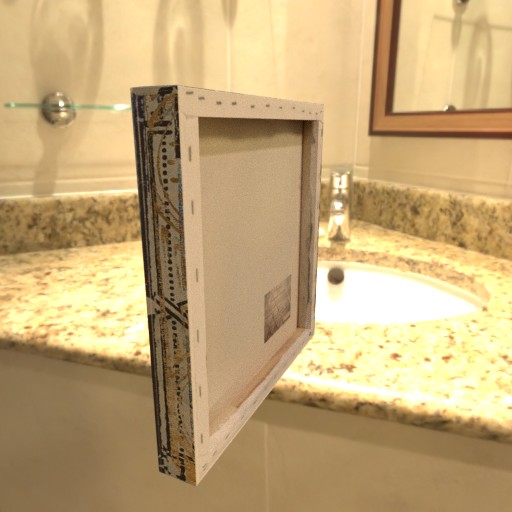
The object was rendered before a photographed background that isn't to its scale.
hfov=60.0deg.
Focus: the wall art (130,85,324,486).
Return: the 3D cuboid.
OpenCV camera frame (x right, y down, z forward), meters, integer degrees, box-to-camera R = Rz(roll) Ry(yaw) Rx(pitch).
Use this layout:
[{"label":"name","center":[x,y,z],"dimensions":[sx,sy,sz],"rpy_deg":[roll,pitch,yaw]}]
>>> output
[{"label":"wall art","center":[0.000,0.000,0.455],"dimensions":[0.038,0.306,0.302],"rpy_deg":[8,18,25]}]
